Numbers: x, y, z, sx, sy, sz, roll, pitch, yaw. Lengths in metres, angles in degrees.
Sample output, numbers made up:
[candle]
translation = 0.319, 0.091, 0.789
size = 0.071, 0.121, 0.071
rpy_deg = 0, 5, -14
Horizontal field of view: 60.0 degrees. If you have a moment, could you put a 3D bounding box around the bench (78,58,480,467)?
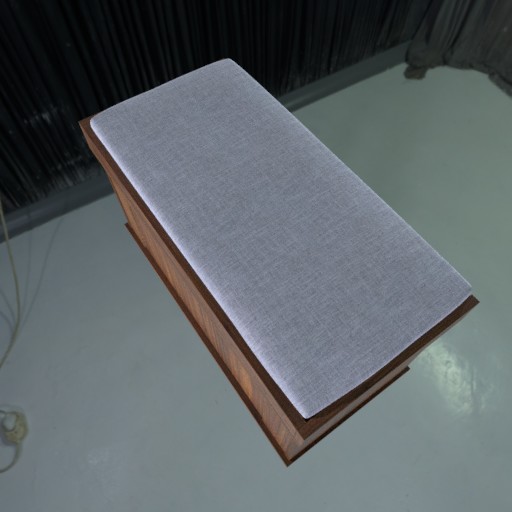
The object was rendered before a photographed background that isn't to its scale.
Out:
[bench]
translation = 0.000, 0.000, 0.969
size = 0.362, 0.461, 0.734
rpy_deg = -31, 64, -17
